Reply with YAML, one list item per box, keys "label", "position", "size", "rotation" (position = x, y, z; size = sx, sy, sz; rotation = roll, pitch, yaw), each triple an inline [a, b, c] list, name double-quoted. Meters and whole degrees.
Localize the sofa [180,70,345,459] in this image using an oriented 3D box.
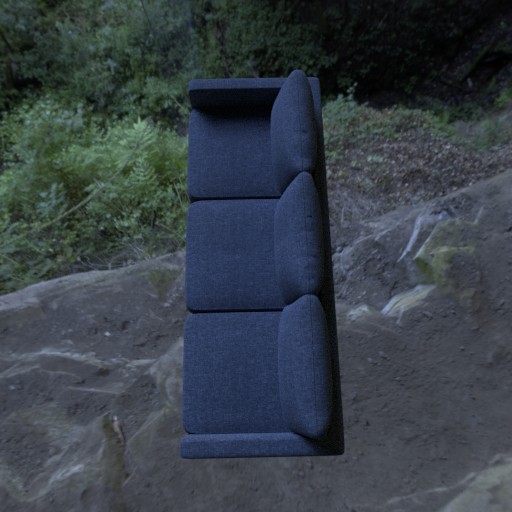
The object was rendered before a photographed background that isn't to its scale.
- label: "sofa"
  position: [0.000, 0.000, 2.720]
  size: [0.859, 0.874, 2.218]
  rotation: [-1, 75, 0]
